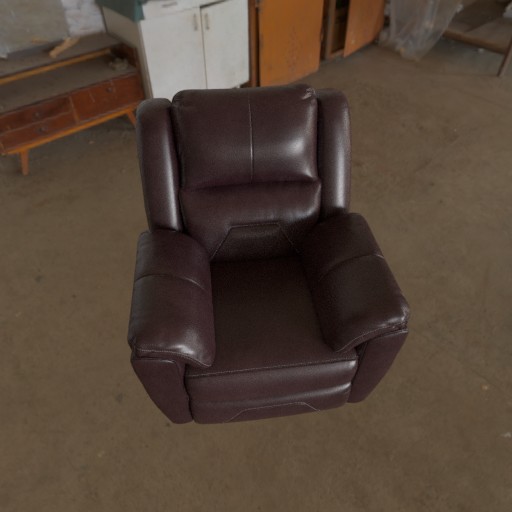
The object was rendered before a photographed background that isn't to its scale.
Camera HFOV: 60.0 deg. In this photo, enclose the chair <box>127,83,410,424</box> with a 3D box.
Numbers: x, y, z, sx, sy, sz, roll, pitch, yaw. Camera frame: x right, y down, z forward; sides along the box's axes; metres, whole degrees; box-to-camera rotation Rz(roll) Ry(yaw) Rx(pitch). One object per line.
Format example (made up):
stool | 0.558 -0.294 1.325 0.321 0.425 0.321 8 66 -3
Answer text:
chair | 0.000 0.000 1.866 0.990 1.093 1.041 -5 46 -5
